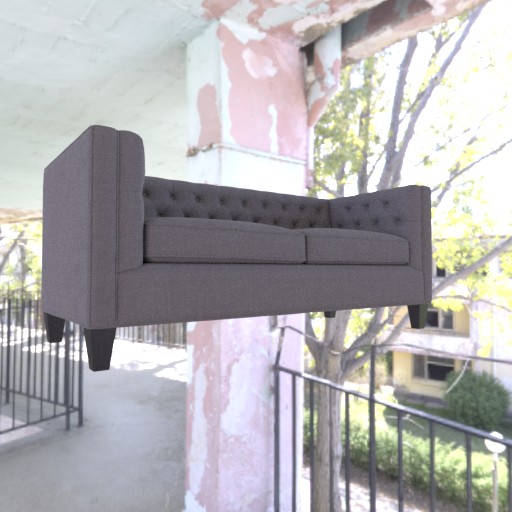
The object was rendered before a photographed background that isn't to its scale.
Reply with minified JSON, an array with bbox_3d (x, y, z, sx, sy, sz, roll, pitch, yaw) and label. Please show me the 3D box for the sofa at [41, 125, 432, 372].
[{"bbox_3d":[0.000,0.000,2.158,1.778,0.762,0.775,1,-2,-36],"label":"sofa"}]
